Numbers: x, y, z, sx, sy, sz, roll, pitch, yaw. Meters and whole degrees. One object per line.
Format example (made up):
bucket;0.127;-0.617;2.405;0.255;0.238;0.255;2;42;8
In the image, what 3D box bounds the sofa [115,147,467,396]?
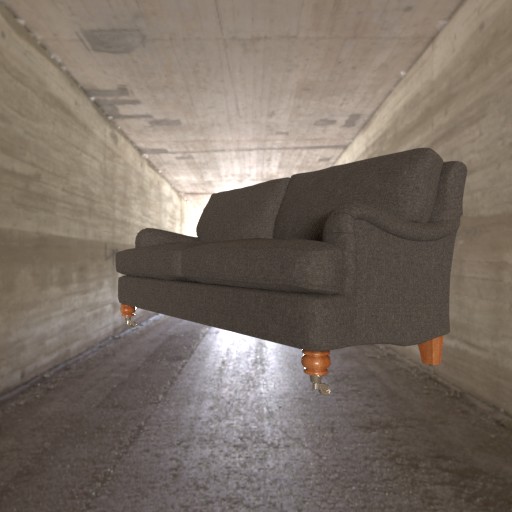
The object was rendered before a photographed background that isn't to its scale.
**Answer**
sofa;0.000;0.000;2.722;1.087;1.054;2.160;0;0;-36
